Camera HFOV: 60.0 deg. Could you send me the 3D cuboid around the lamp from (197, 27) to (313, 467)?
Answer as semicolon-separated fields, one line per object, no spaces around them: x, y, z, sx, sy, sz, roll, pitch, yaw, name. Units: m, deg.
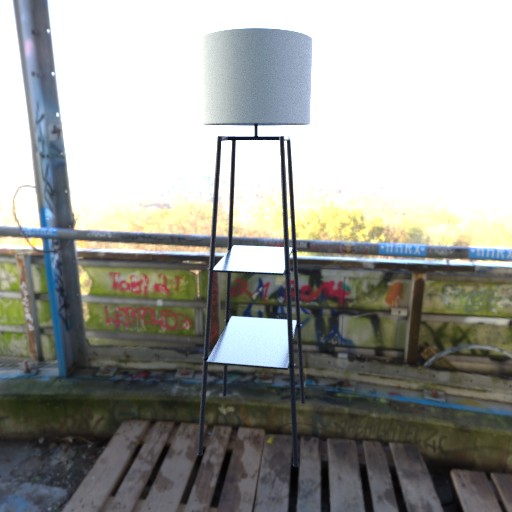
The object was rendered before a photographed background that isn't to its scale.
0.000;0.000;1.659;0.384;1.474;0.427;2;15;9;lamp
